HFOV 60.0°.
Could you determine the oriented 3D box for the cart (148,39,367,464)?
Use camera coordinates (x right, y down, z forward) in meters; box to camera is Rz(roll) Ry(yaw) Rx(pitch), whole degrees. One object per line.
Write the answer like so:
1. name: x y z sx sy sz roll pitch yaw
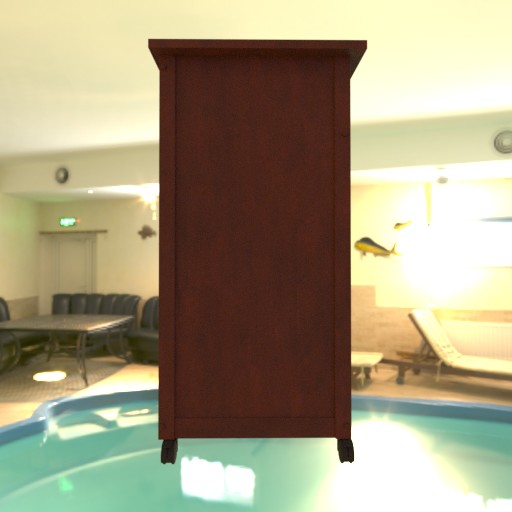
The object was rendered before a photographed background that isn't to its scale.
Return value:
1. cart: 0.000 0.000 1.229 0.442 0.864 0.683 0 -1 -1
